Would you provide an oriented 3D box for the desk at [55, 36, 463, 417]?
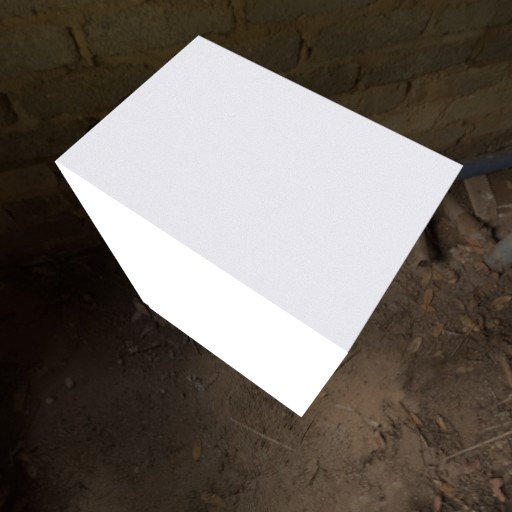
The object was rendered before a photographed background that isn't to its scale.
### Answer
[{"bbox_3d":[0.000,0.000,1.101,0.600,0.730,0.404,32,68,15],"label":"desk"}]
